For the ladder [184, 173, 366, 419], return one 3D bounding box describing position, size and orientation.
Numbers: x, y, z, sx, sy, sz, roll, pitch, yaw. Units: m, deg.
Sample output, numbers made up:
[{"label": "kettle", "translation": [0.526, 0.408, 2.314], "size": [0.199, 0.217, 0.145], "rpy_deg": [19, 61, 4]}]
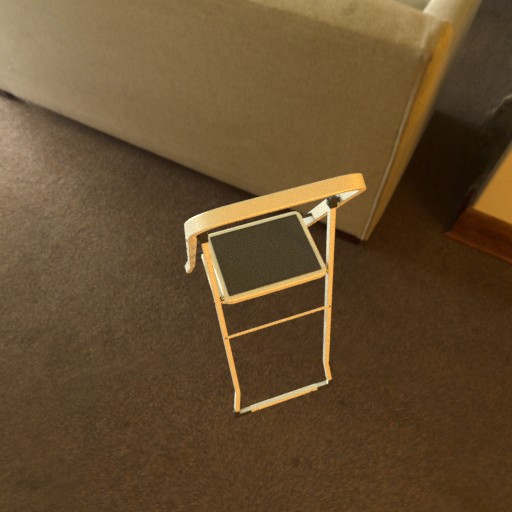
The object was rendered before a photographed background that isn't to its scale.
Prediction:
[{"label": "ladder", "translation": [0.000, 0.000, 1.438], "size": [0.460, 1.050, 0.711], "rpy_deg": [-16, 60, -10]}]
